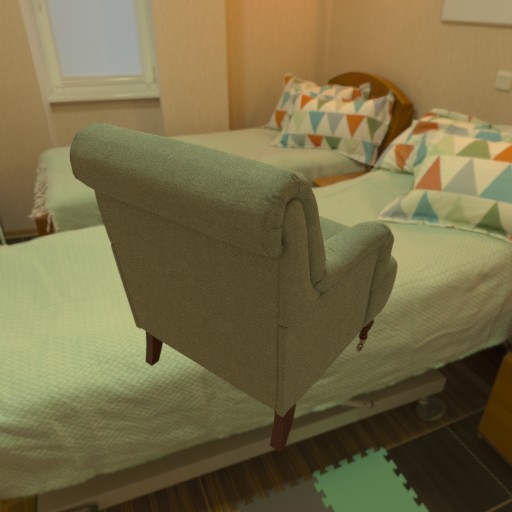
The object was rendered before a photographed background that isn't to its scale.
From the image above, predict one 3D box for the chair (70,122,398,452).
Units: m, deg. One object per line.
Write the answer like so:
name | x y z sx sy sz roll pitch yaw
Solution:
chair | 0.000 0.000 1.936 0.964 1.178 1.060 22 37 32
